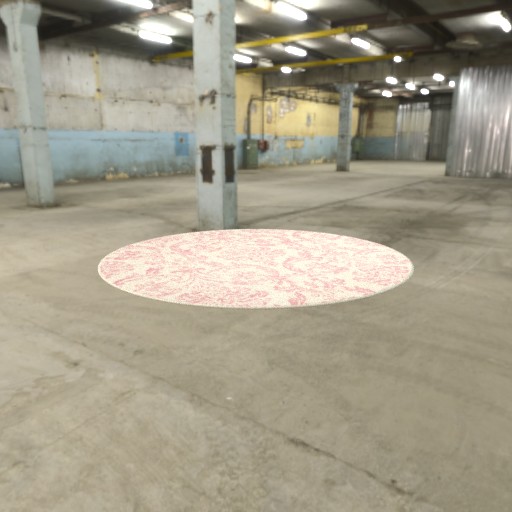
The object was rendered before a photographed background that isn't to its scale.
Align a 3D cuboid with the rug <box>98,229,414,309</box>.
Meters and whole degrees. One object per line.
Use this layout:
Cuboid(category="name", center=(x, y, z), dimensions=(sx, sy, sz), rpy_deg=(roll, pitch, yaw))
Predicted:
Cuboid(category="rug", center=(0.000, 0.000, 2.362), dimensions=(1.593, 0.012, 1.593), rpy_deg=(0, 14, 0))
